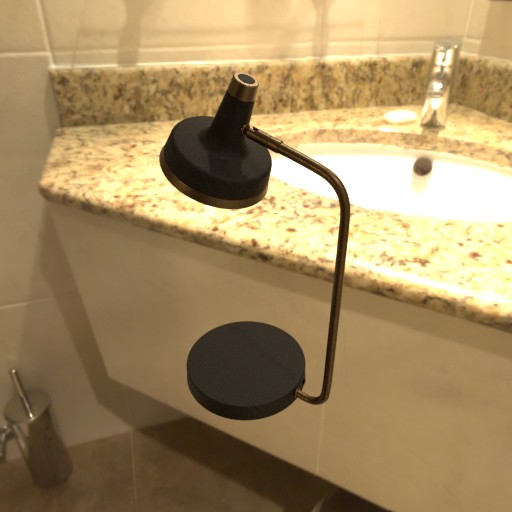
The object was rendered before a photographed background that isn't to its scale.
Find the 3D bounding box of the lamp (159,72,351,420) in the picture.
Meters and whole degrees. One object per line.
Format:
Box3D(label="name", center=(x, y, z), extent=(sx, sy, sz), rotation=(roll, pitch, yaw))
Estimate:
Box3D(label="lamp", center=(0.000, 0.000, 0.500), extent=(0.218, 0.385, 0.162), rotation=(21, 37, 30))
